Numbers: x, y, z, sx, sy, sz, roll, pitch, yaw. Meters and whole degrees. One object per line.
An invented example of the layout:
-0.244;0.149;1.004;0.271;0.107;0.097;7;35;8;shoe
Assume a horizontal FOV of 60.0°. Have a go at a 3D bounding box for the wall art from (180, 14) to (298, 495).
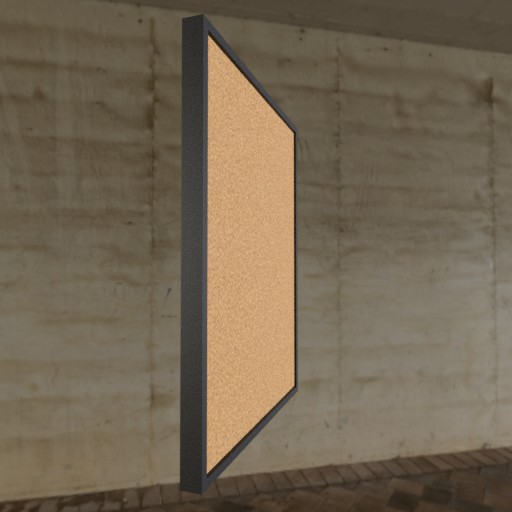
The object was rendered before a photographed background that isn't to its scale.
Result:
0.000;0.000;0.735;0.029;0.559;0.457;-1;-2;19;wall art
